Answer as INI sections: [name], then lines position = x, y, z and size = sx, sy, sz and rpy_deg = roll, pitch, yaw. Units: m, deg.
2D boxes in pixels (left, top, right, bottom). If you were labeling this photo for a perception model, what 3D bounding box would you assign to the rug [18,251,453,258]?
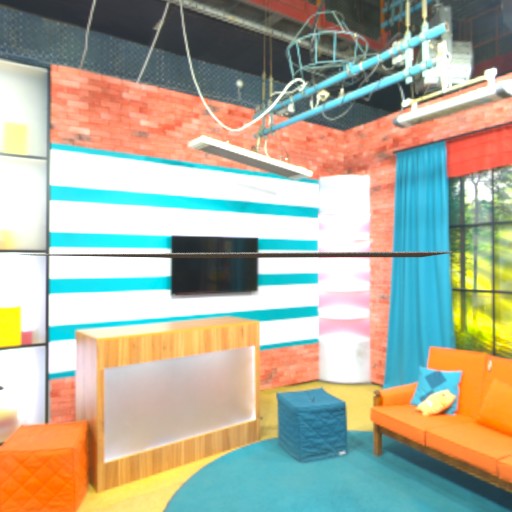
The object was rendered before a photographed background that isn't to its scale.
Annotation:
[rug]
position = 0.000, 0.000, 4.074
size = 3.036, 0.008, 2.440
rpy_deg = 0, -1, 17
